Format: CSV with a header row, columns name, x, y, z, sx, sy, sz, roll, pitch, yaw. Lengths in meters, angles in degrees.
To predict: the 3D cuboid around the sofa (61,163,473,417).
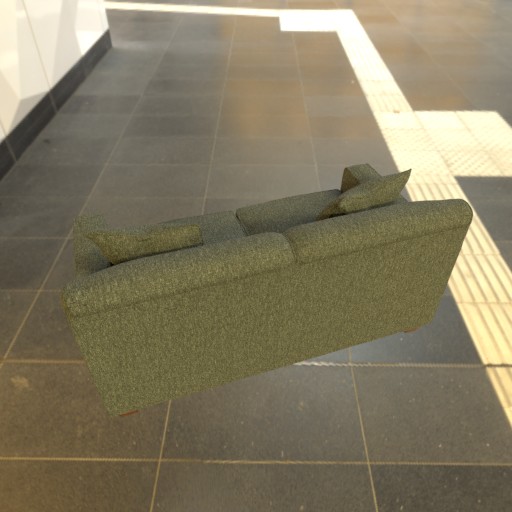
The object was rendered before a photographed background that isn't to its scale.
name,x,y,z,sx,sy,sz,roll,pitch,yaw
sofa,0.000,0.000,2.446,1.846,0.958,0.998,-13,43,-14
